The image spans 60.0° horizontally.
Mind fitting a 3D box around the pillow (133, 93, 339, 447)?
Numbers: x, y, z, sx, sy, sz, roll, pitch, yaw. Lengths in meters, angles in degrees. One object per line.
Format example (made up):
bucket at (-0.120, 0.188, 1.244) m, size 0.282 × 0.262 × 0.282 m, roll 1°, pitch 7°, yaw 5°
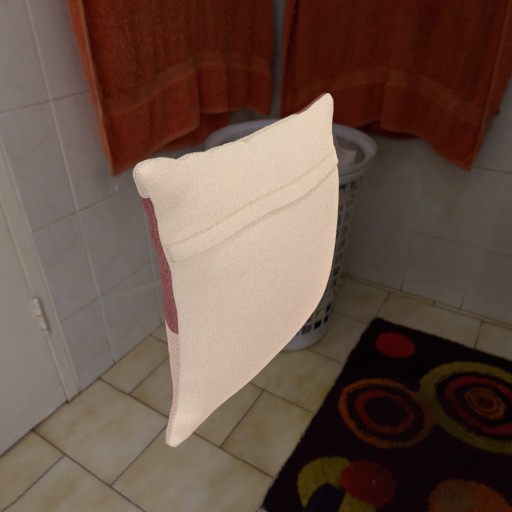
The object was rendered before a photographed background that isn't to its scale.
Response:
pillow at (0.000, 0.000, 0.817) m, size 0.229 × 0.506 × 0.536 m, roll 20°, pitch 37°, yaw 28°
